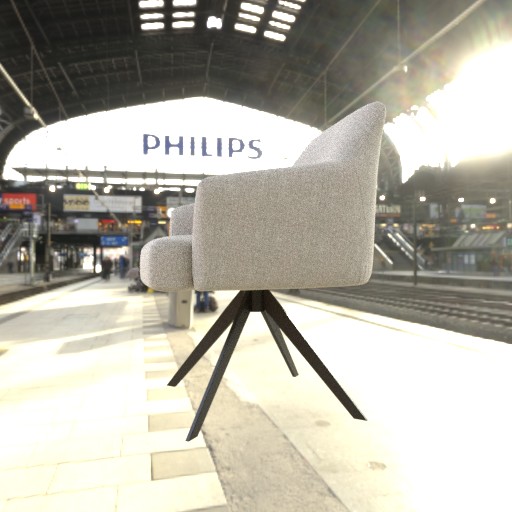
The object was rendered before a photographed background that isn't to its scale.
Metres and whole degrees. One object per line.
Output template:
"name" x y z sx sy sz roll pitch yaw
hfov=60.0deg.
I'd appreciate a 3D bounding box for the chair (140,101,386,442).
"chair" 0.000 0.000 1.346 0.677 0.874 0.642 0 -1 -17
